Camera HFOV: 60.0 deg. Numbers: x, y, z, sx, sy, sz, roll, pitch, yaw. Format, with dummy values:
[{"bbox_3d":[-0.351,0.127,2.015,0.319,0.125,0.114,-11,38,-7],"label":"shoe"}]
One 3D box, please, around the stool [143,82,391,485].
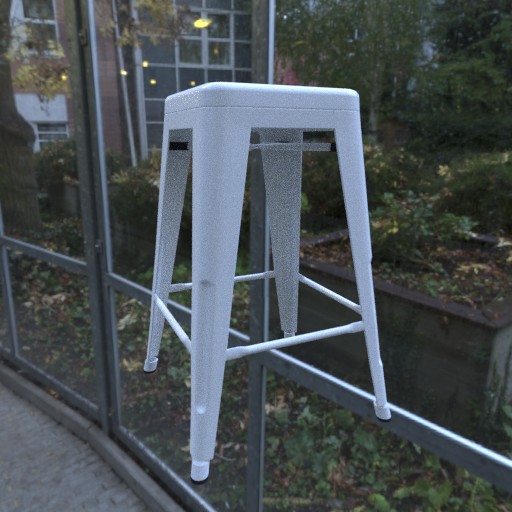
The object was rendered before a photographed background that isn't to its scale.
[{"bbox_3d":[0.000,0.000,0.880,0.406,0.610,0.406,-7,16,-24],"label":"stool"}]
